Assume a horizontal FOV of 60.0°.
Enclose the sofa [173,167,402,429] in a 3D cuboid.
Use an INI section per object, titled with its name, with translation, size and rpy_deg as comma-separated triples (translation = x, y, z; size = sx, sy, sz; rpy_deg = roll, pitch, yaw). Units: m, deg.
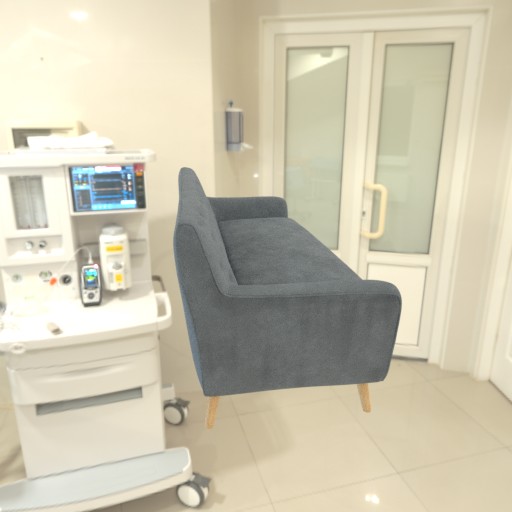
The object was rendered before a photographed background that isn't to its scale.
[sofa]
translation = 0.000, 0.000, 2.475
size = 0.841, 0.832, 1.975
rpy_deg = -3, 17, -9
